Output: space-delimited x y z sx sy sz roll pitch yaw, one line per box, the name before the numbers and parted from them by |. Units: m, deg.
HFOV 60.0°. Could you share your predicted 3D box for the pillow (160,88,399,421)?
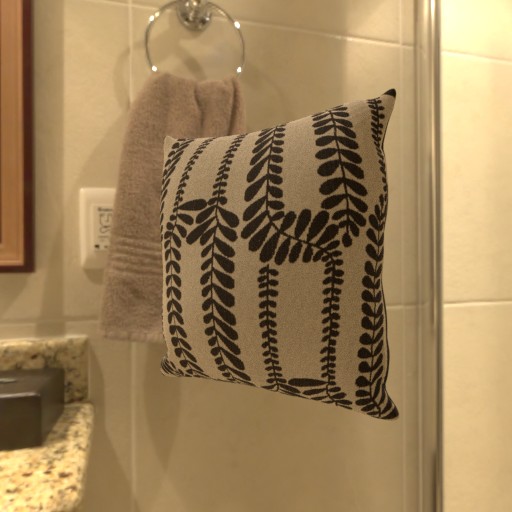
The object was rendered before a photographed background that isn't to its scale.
pillow | 0.000 0.000 0.690 0.440 0.441 0.182 0 0 36
